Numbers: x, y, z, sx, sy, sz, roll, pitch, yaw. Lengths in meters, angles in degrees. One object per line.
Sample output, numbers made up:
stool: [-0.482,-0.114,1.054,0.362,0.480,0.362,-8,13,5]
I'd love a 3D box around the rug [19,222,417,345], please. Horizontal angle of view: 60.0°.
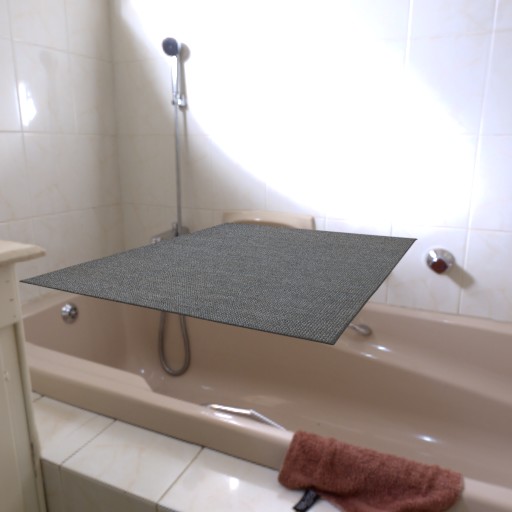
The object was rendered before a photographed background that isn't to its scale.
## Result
rug: [0.000,0.000,4.113,2.456,0.021,3.068,7,15,26]
